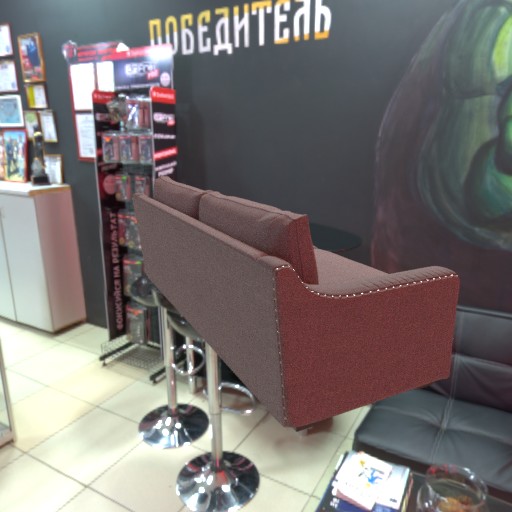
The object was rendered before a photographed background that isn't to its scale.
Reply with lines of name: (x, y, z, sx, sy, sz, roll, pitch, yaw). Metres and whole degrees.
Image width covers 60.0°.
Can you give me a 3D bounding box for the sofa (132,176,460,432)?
sofa: (0.000, 0.000, 2.731, 1.000, 0.857, 2.208, -8, 17, -26)
